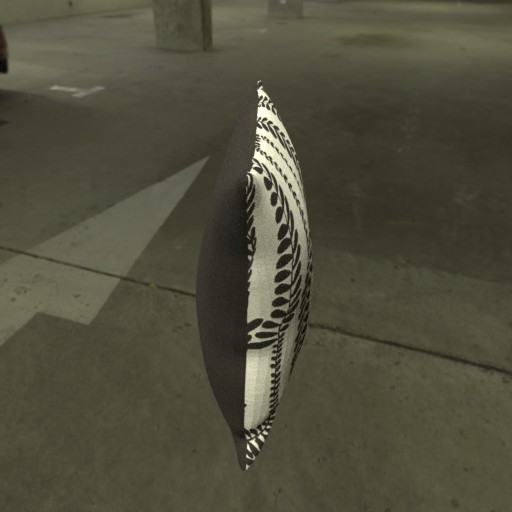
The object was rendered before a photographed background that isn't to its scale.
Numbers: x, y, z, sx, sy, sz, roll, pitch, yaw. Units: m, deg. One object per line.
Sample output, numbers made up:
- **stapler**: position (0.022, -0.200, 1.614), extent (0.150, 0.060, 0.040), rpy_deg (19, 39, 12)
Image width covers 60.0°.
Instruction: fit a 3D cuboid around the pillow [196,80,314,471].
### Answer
- **pillow**: position (0.000, 0.000, 0.685), extent (0.182, 0.441, 0.440), rpy_deg (1, 33, 2)
